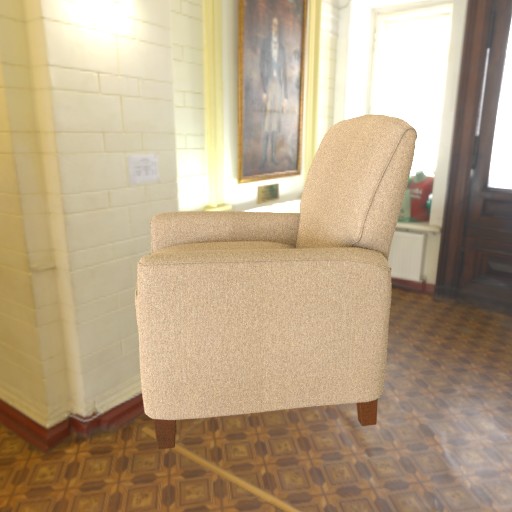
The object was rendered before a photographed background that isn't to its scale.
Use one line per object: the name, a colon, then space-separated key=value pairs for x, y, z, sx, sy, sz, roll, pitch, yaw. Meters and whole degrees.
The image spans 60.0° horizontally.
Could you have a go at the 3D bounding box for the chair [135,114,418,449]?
chair: x=0.000 y=0.000 z=1.658 sx=0.864 sy=1.014 sz=0.848 roll=-3 pitch=15 yaw=-9
